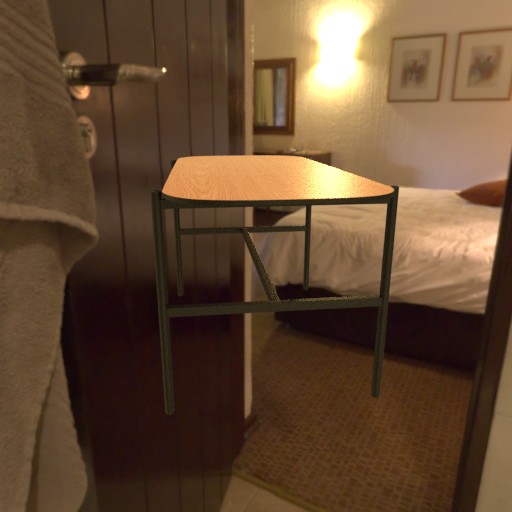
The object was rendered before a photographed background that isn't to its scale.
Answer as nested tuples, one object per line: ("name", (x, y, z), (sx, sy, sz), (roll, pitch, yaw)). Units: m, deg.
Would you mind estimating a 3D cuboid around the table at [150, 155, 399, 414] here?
("table", (0.000, 0.000, 1.032), (0.400, 0.400, 0.800), (-2, 17, -7))
